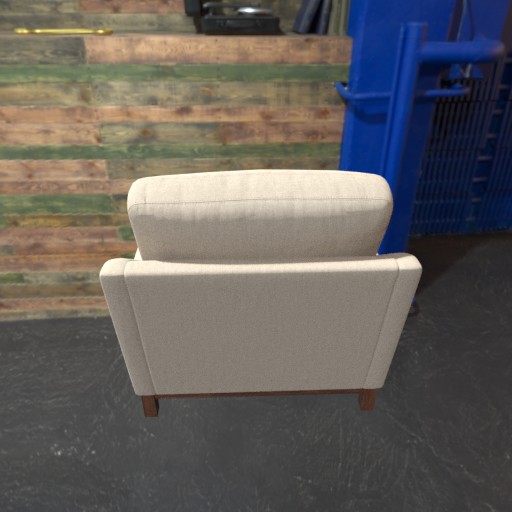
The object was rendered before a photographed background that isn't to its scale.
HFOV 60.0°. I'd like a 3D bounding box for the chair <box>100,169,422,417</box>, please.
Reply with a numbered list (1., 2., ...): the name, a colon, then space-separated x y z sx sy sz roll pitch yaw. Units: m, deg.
1. chair: 0.000 0.000 1.745 0.912 0.916 1.001 -1 31 -2
